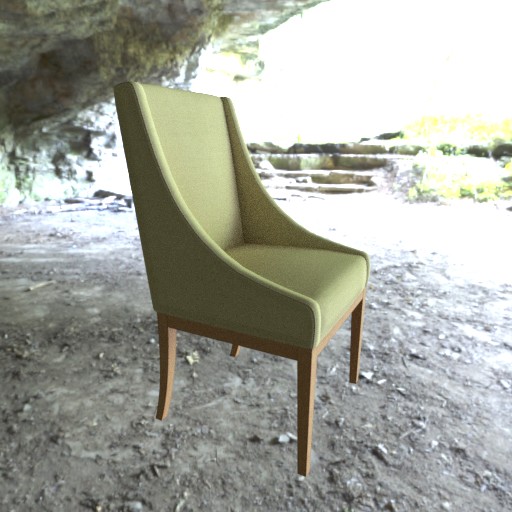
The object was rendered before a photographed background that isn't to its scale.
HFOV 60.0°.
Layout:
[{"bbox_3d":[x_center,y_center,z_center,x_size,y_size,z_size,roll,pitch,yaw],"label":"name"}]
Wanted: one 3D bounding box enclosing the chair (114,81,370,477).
[{"bbox_3d":[0.000,0.000,1.412,0.611,1.021,0.575,7,17,26],"label":"chair"}]
